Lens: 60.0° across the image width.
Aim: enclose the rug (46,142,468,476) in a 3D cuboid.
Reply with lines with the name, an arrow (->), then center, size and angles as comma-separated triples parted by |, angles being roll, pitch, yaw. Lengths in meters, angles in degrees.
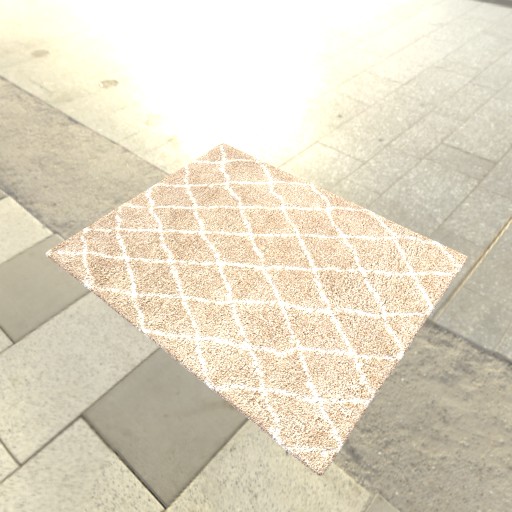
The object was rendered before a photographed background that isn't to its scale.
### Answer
rug -> 0.000, 0.000, 4.070 | 3.047, 0.029, 2.438 | 31, 54, 26
